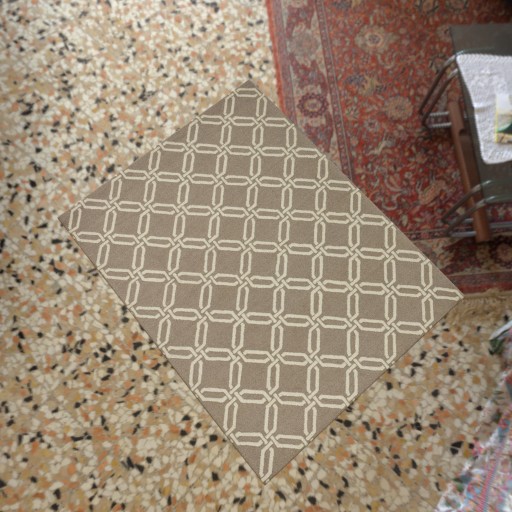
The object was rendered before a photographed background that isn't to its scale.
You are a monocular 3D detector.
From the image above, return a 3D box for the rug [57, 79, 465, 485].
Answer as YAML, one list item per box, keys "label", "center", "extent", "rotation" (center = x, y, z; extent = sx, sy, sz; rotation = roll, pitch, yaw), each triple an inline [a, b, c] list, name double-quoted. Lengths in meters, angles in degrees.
- label: "rug"
  center: [0.000, 0.000, 3.926]
  extent: [2.288, 0.018, 2.895]
  rotation: [-39, 78, -10]
